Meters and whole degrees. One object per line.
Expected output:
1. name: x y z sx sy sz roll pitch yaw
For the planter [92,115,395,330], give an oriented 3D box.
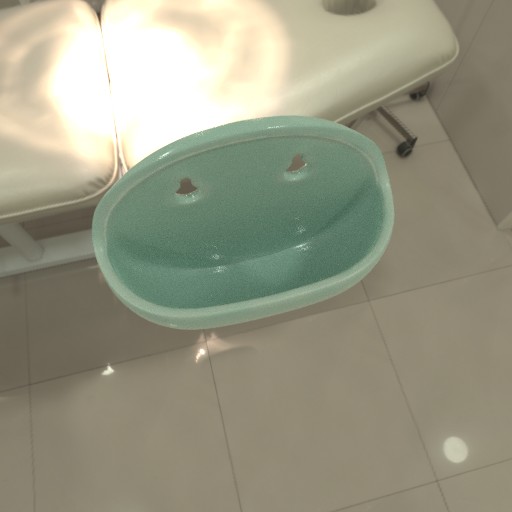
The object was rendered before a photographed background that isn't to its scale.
1. planter: 0.000 0.000 0.275 0.189 0.164 0.073 -13 66 -6
